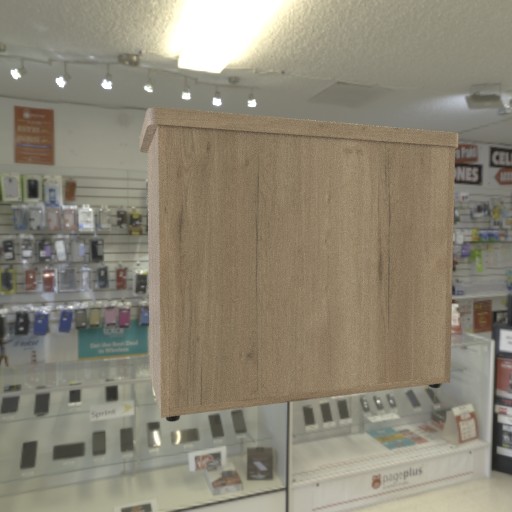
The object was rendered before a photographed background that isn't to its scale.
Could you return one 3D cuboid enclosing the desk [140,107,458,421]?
[{"bbox_3d":[0.000,0.000,1.738,0.900,0.760,1.169,-1,3,-18],"label":"desk"}]
